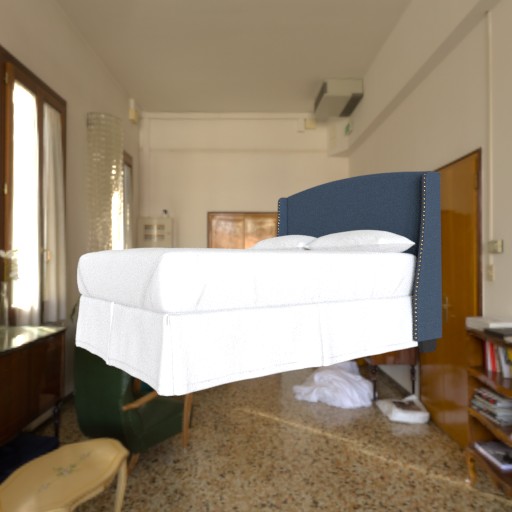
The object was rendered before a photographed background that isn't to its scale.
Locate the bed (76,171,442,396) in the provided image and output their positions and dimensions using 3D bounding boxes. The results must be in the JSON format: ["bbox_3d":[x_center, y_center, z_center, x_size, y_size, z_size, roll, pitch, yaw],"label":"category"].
[{"bbox_3d":[0.000,0.000,3.353,2.237,1.407,1.710,1,-1,-36],"label":"bed"}]
